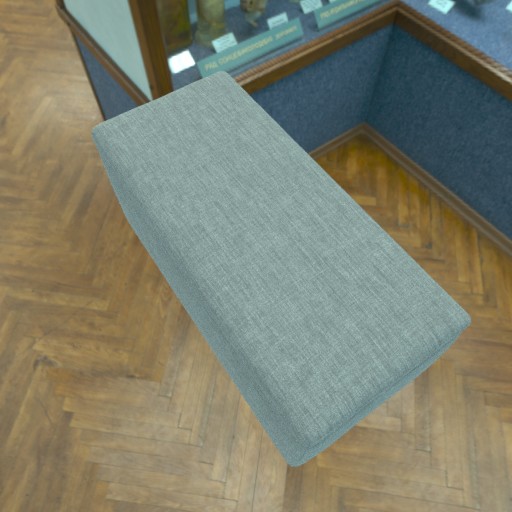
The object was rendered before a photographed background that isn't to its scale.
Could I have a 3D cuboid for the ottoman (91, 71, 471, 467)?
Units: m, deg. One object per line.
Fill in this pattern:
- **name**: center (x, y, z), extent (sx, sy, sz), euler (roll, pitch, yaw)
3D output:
- **ottoman**: center (0.000, 0.000, 1.121), extent (0.419, 0.432, 0.902), euler (-31, 64, -17)
